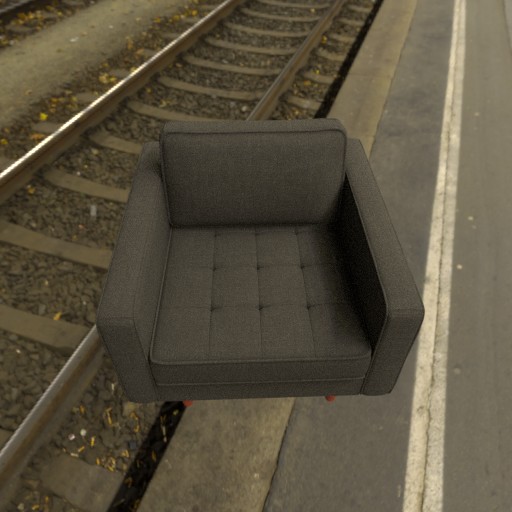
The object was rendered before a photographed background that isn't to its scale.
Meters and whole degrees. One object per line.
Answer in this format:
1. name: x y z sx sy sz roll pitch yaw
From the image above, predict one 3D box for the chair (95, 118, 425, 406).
1. chair: 0.000 0.000 1.612 0.899 0.770 0.919 -1 45 -1
